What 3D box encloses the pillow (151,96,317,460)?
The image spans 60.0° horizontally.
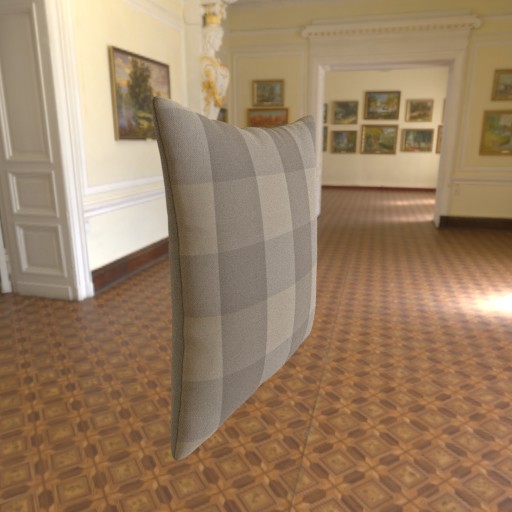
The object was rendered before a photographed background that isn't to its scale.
[{"bbox_3d":[0.000,0.000,0.803,0.161,0.509,0.511,8,17,27],"label":"pillow"}]
